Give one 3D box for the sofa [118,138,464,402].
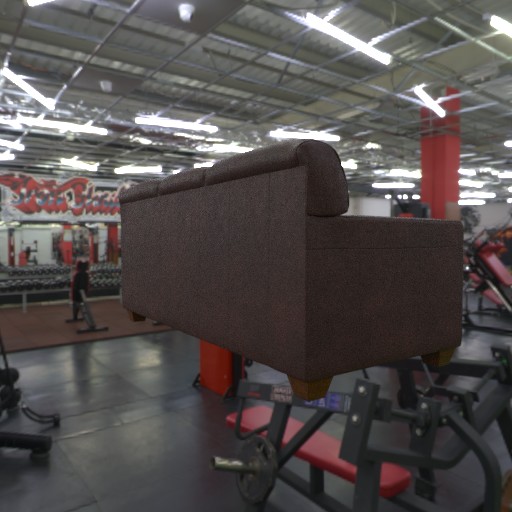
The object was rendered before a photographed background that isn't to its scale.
[{"bbox_3d":[0.000,0.000,2.578,1.008,0.953,2.039,-1,2,-34],"label":"sofa"}]
